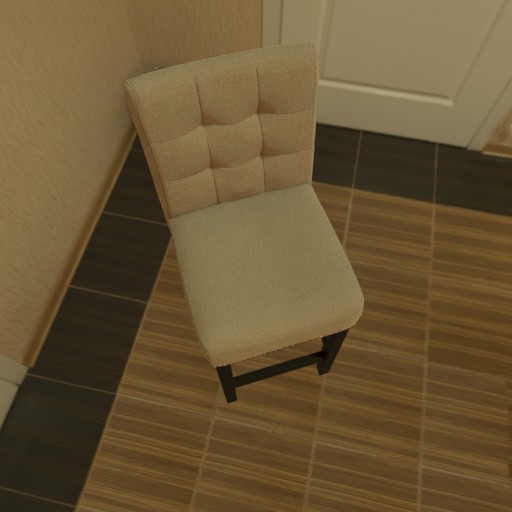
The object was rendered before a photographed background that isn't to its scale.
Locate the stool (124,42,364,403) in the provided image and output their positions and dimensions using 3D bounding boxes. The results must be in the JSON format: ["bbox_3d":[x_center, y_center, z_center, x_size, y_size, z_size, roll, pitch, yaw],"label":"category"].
[{"bbox_3d":[0.000,0.000,1.213,0.427,0.885,0.571,-15,64,-7],"label":"stool"}]
